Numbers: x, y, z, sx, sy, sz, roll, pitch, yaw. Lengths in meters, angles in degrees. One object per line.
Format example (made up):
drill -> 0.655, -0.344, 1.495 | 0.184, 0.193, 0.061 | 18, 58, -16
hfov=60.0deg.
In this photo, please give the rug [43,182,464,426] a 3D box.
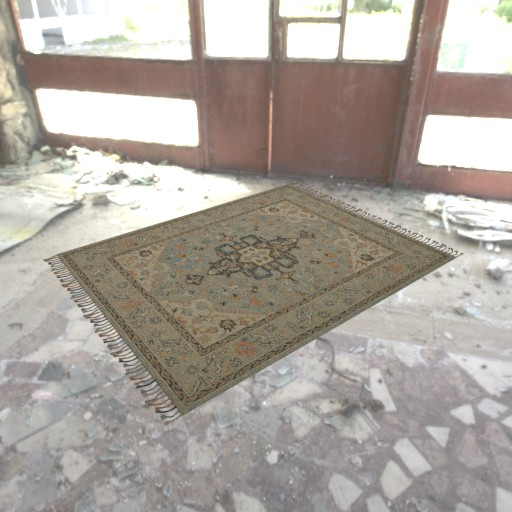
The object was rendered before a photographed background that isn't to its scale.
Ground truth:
rug -> 0.000, 0.000, 3.458 | 2.651, 0.010, 1.971 | -22, 37, -32
